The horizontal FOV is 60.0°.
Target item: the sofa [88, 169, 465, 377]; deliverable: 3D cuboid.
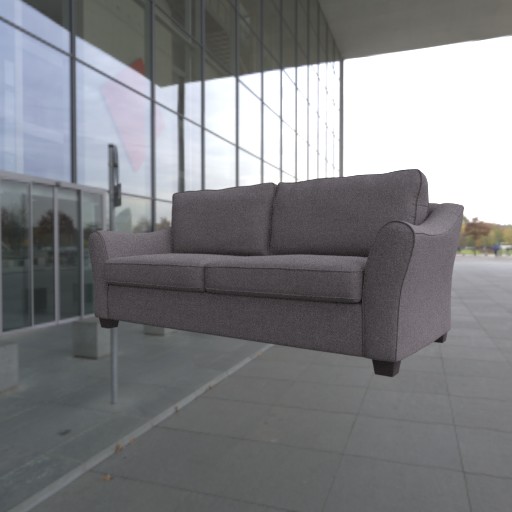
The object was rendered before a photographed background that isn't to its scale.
[{"bbox_3d":[0.000,0.000,2.747,2.203,0.976,1.013,1,1,35],"label":"sofa"}]
